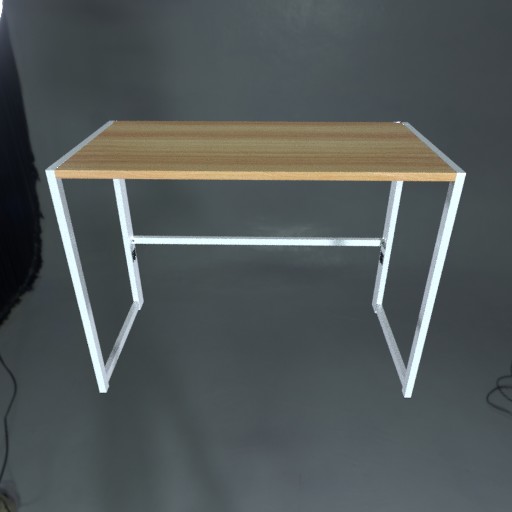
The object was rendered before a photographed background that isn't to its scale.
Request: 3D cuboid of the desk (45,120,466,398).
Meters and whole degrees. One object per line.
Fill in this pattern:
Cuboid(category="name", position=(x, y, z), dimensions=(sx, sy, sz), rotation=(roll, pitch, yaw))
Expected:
Cuboid(category="desk", position=(0.000, 0.000, 1.474), dimensions=(1.016, 0.762, 0.508), rotation=(1, 30, 1))
